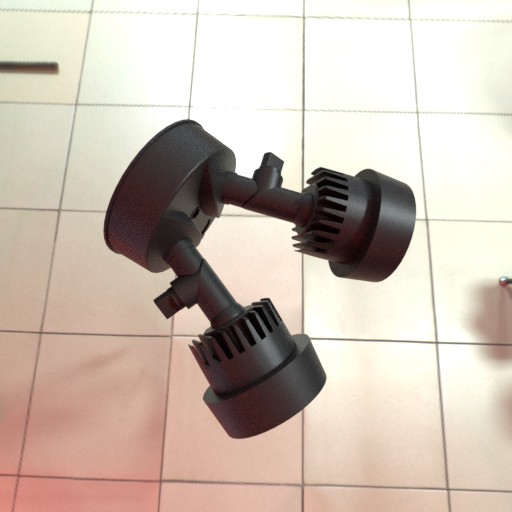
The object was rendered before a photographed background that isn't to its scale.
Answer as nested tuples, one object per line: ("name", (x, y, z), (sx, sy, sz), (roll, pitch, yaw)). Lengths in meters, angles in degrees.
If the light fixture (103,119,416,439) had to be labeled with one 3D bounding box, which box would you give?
("light fixture", (0.000, 0.000, 0.307), (0.168, 0.120, 0.213), (34, 77, 9))
